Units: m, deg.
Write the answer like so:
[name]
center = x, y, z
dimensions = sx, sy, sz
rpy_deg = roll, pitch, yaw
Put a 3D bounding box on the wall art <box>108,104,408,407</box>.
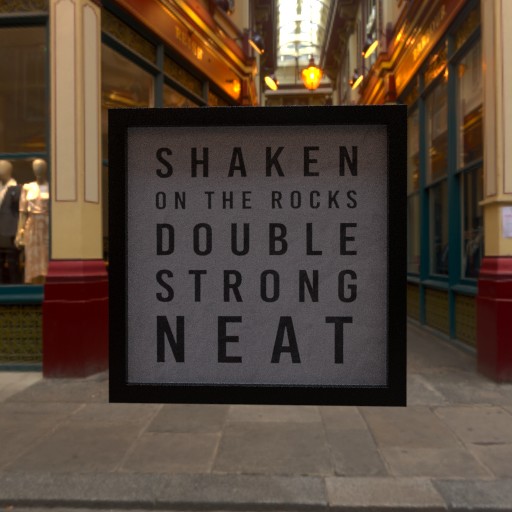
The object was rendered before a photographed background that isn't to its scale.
[wall art]
center = 0.000, 0.000, 0.524
dimensions = 0.349, 0.349, 0.014
rpy_deg = 0, 0, 2
